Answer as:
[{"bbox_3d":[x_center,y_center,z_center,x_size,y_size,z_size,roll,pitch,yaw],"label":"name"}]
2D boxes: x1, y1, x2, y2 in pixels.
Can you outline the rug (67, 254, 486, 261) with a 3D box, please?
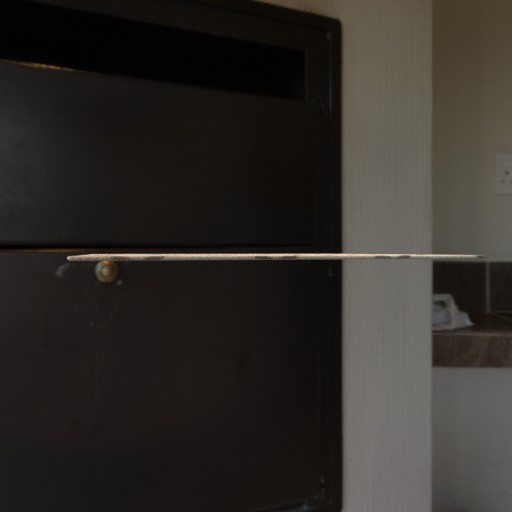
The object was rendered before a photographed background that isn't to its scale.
[{"bbox_3d":[0.000,0.000,4.111,3.000,0.026,2.399,0,1,-17],"label":"rug"}]
